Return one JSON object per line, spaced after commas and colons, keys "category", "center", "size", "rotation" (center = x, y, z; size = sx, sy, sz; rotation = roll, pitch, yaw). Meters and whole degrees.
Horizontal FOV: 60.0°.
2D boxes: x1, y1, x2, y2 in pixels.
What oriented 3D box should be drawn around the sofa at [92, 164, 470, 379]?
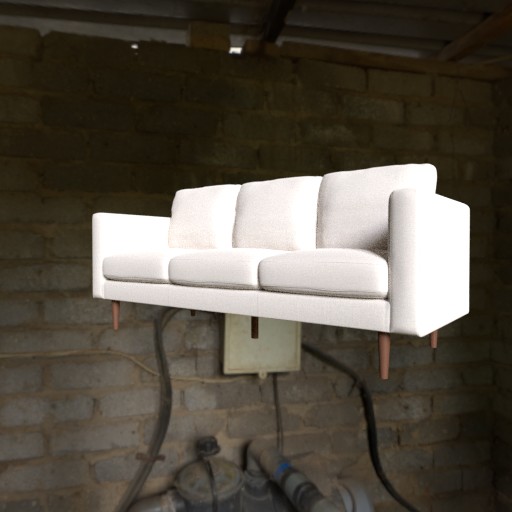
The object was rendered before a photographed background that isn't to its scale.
{"category": "sofa", "center": [0.000, 0.000, 2.457], "size": [2.029, 0.912, 0.802], "rotation": [1, 1, 37]}
